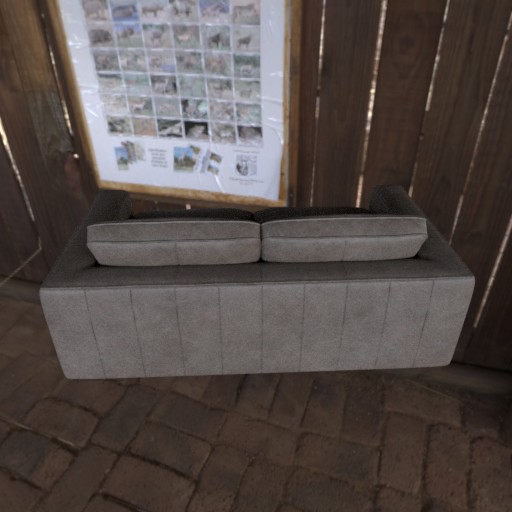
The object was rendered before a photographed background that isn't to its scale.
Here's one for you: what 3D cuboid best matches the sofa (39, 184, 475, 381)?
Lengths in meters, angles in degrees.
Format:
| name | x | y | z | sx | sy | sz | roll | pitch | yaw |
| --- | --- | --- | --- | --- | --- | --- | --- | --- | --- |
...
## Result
| name | x | y | z | sx | sy | sz | roll | pitch | yaw |
| --- | --- | --- | --- | --- | --- | --- | --- | --- | --- |
| sofa | 0.000 | 0.000 | 2.439 | 1.920 | 0.800 | 1.070 | -1 | 32 | -2 |
